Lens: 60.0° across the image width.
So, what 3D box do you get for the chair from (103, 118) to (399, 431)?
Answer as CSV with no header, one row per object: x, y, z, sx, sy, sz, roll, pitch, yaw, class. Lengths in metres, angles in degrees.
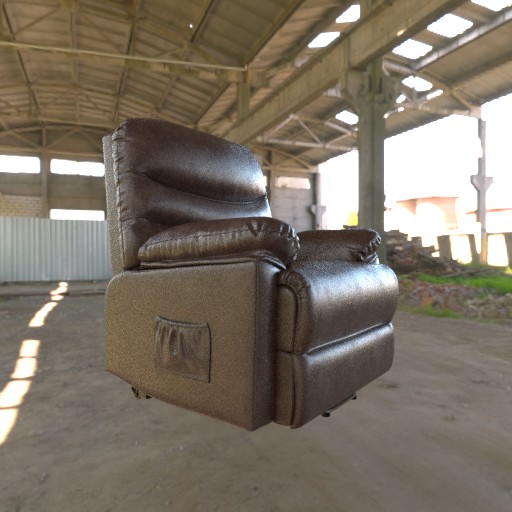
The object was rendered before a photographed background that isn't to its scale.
0.000,0.000,1.717,0.879,1.041,0.940,0,0,35,chair
